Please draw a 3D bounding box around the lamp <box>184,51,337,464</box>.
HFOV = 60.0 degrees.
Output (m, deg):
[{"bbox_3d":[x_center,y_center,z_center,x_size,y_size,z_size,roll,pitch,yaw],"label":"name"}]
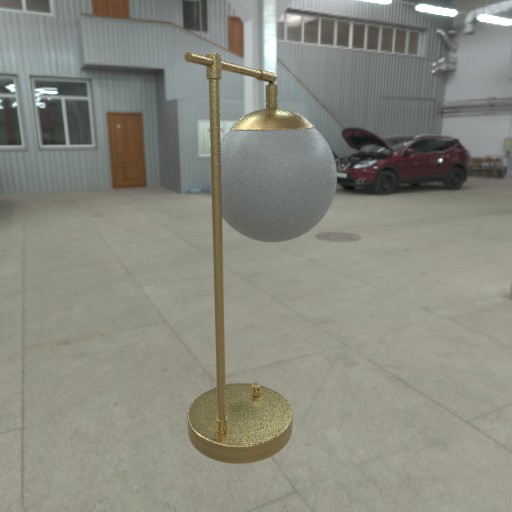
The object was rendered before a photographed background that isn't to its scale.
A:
[{"bbox_3d":[0.000,0.000,0.704,0.207,0.559,0.324,8,17,27],"label":"lamp"}]
